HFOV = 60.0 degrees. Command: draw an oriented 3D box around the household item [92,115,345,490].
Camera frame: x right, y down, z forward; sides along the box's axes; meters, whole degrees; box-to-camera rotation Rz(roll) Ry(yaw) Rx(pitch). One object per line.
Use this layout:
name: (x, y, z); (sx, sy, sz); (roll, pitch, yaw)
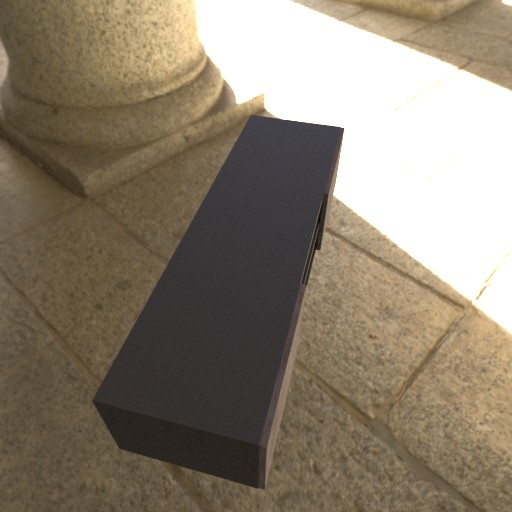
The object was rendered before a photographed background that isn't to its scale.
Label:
household item: (0.000, 0.000, 1.579); (0.420, 0.310, 1.400); (11, 47, 10)
